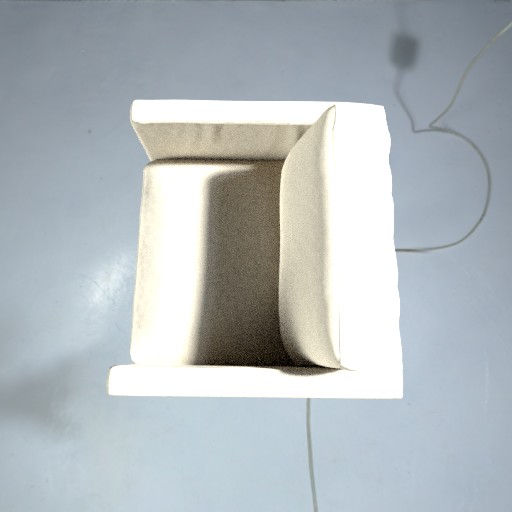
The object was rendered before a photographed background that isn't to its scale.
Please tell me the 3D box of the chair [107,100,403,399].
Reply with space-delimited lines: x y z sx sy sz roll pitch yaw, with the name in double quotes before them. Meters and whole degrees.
"chair" 0.000 0.000 1.735 0.949 0.867 1.057 1 77 0
